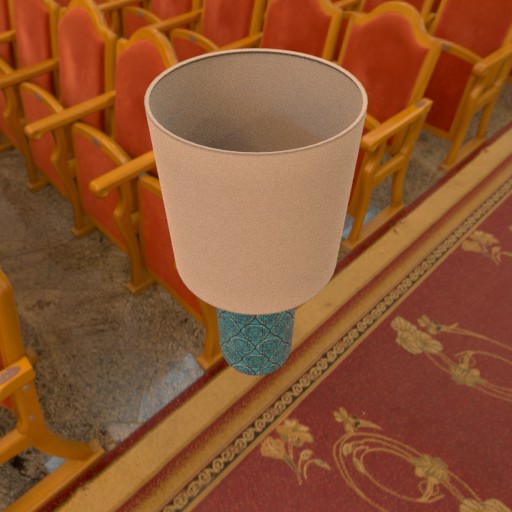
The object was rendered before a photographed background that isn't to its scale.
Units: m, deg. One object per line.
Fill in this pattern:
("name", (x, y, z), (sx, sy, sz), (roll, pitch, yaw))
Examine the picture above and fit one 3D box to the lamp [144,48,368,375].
("lamp", (0.000, 0.000, 0.775), (0.278, 0.597, 0.278), (-34, 55, -28))
